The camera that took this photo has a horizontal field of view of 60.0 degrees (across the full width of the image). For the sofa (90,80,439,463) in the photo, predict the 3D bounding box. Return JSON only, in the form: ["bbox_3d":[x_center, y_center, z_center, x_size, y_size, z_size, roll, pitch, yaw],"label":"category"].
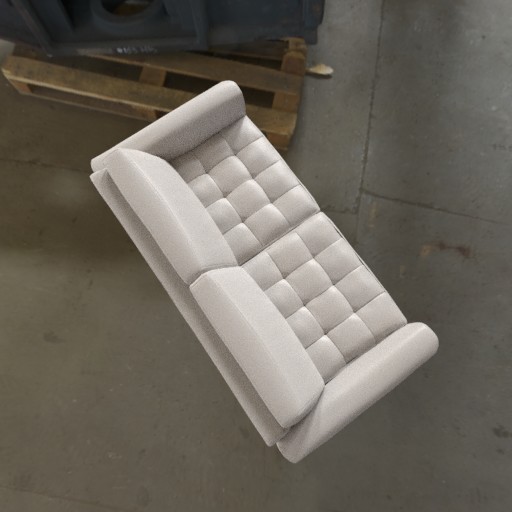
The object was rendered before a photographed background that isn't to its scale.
[{"bbox_3d":[0.000,0.000,2.759,1.121,0.930,2.177,-34,78,-8],"label":"sofa"}]
